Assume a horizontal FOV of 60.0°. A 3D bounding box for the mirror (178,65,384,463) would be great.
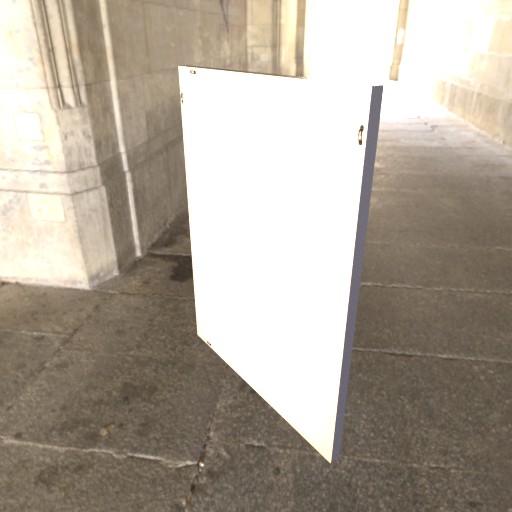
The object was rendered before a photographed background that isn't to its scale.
[{"bbox_3d":[0.000,0.000,1.329,0.040,1.016,0.762,-18,32,-32],"label":"mirror"}]
